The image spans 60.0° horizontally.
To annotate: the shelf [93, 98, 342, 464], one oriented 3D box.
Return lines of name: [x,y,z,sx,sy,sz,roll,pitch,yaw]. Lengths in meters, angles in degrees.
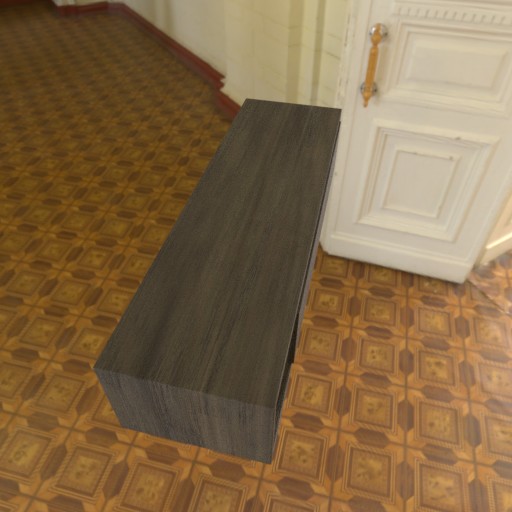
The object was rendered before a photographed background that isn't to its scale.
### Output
shelf: [0.000,0.000,1.529,0.400,0.495,1.300,10,46,10]
